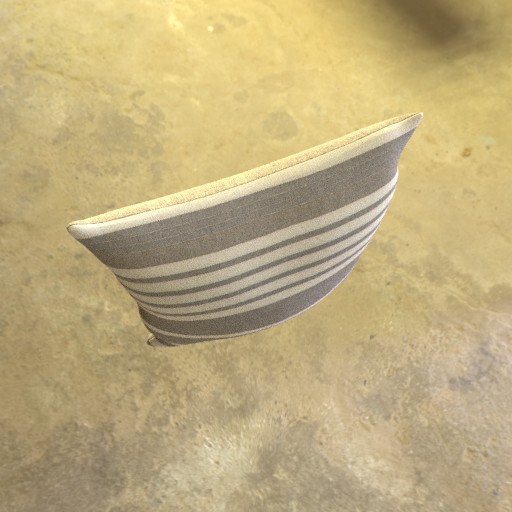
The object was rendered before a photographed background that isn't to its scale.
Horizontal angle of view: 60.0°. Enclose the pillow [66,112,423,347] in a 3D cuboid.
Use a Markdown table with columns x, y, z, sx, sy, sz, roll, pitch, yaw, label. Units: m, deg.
| x | y | z | sx | sy | sz | roll | pitch | yaw | label |
| --- | --- | --- | --- | --- | --- | --- | --- | --- | --- |
| 0.000 | 0.000 | 0.681 | 0.439 | 0.440 | 0.182 | -20 | 65 | -10 | pillow |
